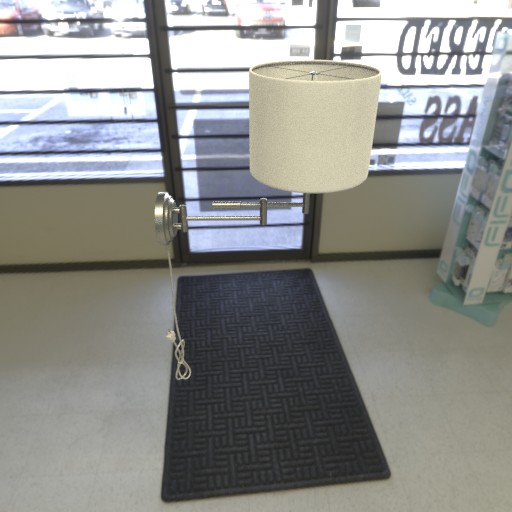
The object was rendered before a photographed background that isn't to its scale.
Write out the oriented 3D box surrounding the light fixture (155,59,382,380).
[{"bbox_3d":[0.000,0.000,1.071,0.479,0.842,0.253,0,32,-1],"label":"light fixture"}]
